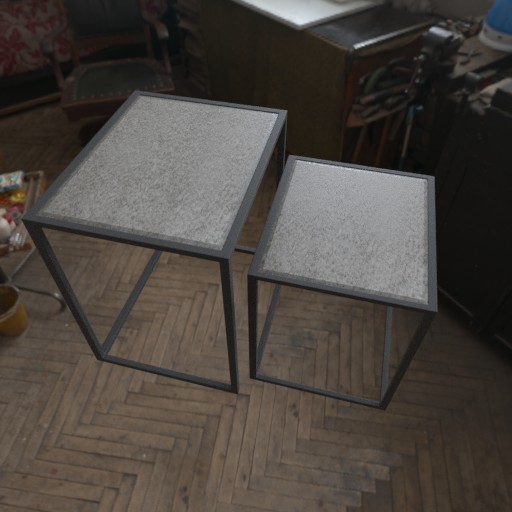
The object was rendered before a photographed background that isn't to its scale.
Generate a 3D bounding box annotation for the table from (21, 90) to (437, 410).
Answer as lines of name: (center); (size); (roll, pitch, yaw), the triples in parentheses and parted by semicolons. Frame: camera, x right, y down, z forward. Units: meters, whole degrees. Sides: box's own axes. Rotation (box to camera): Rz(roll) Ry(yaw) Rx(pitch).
table: (0.000, 0.000, 1.138); (0.788, 0.540, 0.508); (11, 49, 10)
